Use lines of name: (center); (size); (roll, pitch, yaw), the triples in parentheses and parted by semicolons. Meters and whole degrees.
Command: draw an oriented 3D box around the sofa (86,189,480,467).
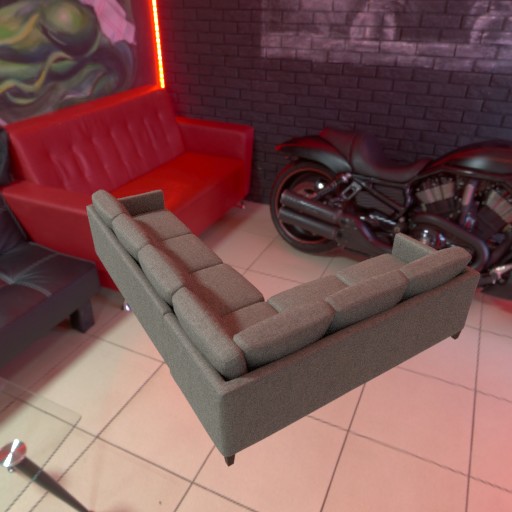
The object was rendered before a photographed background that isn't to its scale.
sofa: (0.000, 0.000, 4.542); (2.593, 0.947, 3.302); (-18, 35, -27)
